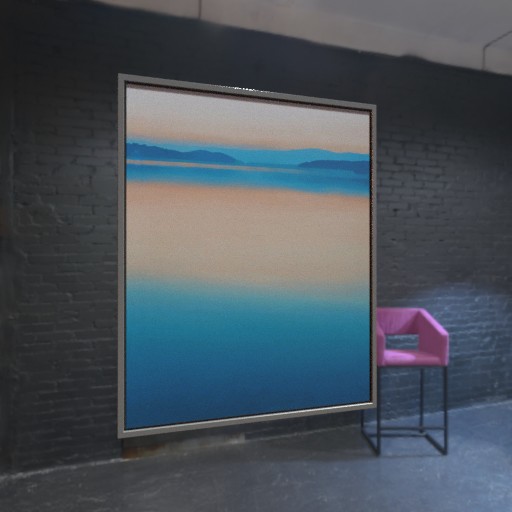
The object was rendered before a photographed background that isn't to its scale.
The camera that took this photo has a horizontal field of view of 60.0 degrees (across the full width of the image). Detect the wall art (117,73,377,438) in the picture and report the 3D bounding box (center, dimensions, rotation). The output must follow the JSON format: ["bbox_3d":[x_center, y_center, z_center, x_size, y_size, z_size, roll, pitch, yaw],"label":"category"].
[{"bbox_3d":[0.000,0.000,0.760,0.453,0.554,0.037,0,0,-18],"label":"wall art"}]
